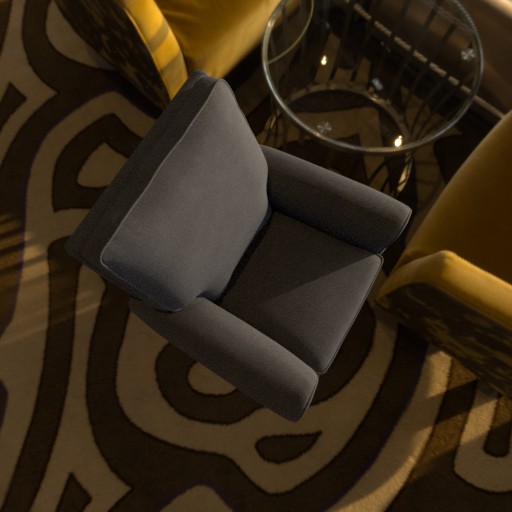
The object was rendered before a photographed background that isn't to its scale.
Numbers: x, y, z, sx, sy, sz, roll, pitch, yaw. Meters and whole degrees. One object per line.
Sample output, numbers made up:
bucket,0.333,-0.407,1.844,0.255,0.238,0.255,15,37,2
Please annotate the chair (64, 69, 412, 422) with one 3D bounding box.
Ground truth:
chair,0.000,0.000,1.663,0.878,0.961,0.890,30,77,8
